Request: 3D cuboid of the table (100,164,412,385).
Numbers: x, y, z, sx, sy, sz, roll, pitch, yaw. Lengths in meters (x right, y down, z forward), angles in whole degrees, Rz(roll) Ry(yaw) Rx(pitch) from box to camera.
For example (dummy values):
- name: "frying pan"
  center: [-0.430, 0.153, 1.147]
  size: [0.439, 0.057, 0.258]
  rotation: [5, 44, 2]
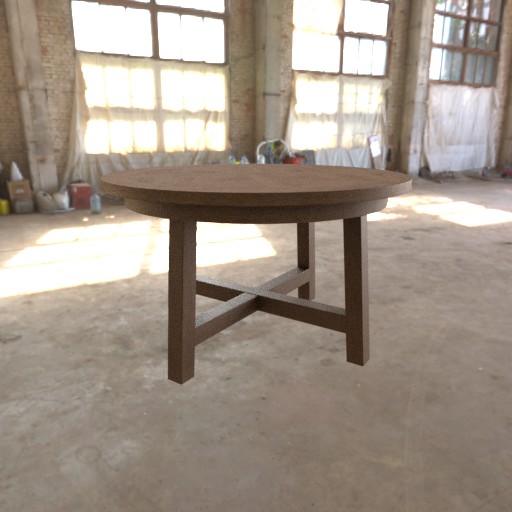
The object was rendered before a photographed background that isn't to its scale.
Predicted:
- name: "table"
  center: [0.000, 0.000, 2.077]
  size: [1.319, 0.762, 1.319]
  rotation: [0, 15, 0]
